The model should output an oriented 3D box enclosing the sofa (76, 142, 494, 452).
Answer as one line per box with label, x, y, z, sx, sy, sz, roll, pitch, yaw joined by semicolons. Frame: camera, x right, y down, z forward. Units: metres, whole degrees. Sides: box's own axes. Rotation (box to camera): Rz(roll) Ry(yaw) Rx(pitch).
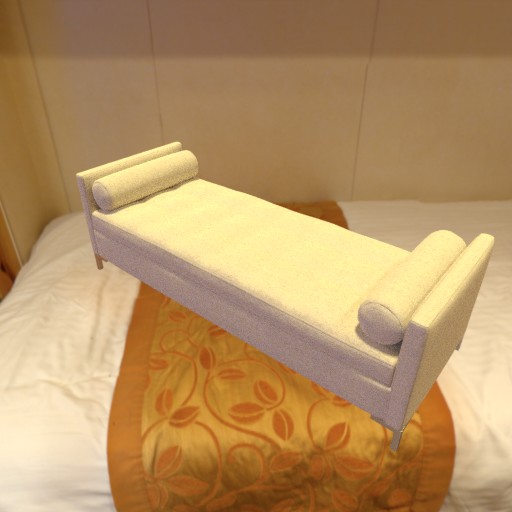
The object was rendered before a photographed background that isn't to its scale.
sofa;0.000;0.000;2.404;2.102;0.655;0.797;24;39;33
